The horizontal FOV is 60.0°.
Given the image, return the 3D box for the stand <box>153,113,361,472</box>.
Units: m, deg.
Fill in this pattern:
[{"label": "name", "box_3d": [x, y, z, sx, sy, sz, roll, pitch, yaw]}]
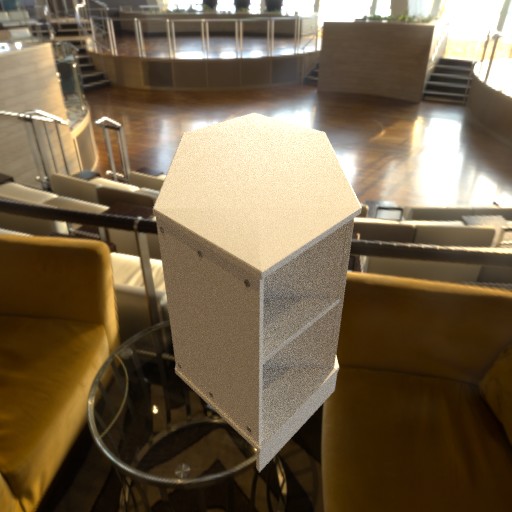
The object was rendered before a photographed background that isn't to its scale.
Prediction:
[{"label": "stand", "box_3d": [0.000, 0.000, 1.402, 0.477, 0.614, 1.072, -1, 33, -1]}]
